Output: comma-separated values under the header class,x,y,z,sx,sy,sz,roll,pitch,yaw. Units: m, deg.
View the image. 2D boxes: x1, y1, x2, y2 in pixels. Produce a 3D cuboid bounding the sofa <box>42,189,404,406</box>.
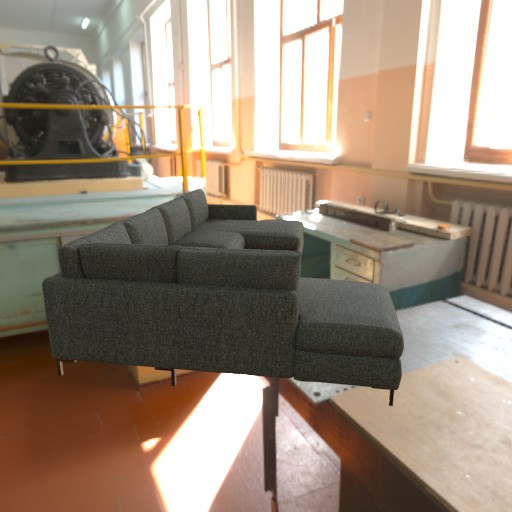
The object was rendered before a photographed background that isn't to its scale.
class,x,y,z,sx,sy,sz,roll,pitch,yaw
sofa,0.000,0.000,3.510,1.879,0.756,2.737,2,16,9
